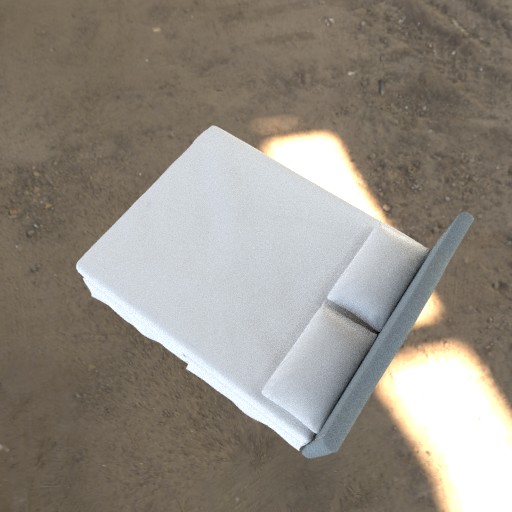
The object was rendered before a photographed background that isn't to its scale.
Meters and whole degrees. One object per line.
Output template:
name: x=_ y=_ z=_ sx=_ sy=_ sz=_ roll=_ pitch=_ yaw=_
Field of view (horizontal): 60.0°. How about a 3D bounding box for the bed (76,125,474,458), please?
bed: x=0.000 y=0.000 z=3.941 sx=2.689 sy=1.457 sz=2.161 roll=33 pitch=69 yaw=14
